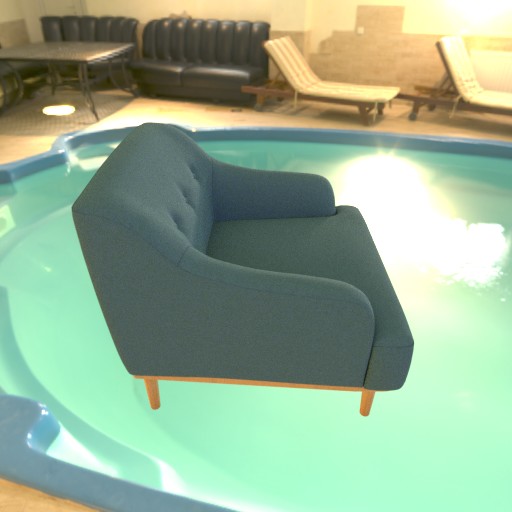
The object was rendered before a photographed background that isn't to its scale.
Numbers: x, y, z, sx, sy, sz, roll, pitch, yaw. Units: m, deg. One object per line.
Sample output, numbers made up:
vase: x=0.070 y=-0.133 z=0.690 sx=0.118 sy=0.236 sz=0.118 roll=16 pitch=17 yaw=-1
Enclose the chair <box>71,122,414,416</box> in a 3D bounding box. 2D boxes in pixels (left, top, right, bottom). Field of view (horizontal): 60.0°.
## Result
chair: x=0.000 y=0.000 z=1.654 sx=0.951 sy=0.818 sz=0.946 roll=0 pitch=32 yaw=1
